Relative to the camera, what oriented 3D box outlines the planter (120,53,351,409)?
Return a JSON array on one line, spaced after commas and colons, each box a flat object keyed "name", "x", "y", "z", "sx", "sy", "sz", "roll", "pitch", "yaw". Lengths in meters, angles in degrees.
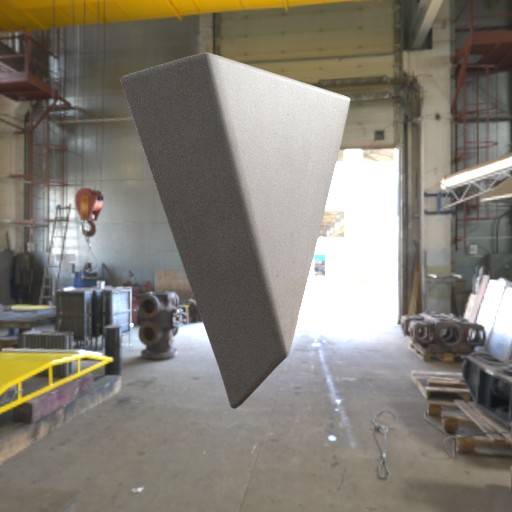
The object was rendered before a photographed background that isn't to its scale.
[{"name": "planter", "x": 0.000, "y": 0.000, "z": 0.268, "sx": 0.150, "sy": 0.197, "sz": 0.060, "roll": 0, "pitch": 0, "yaw": -36}]
